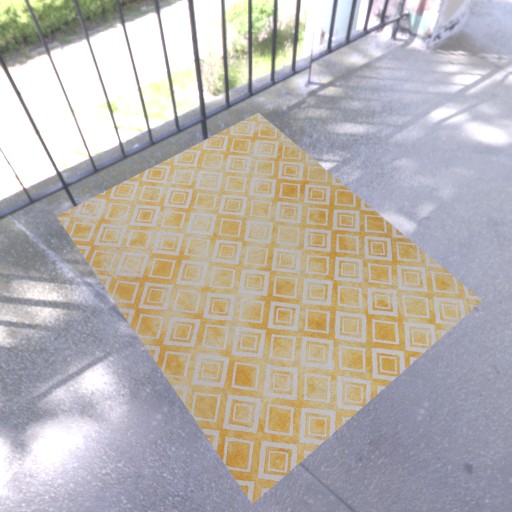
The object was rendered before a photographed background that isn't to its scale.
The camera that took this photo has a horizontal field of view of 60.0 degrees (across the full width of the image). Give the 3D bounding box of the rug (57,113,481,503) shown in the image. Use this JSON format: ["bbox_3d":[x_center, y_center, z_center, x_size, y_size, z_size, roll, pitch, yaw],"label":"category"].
[{"bbox_3d":[0.000,0.000,3.957,2.433,0.011,3.037,-33,63,-20],"label":"rug"}]
